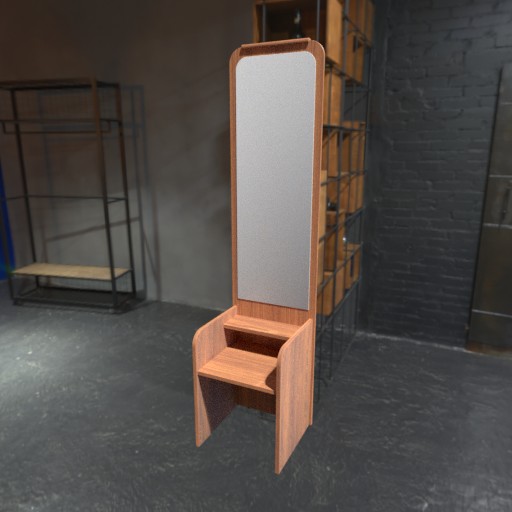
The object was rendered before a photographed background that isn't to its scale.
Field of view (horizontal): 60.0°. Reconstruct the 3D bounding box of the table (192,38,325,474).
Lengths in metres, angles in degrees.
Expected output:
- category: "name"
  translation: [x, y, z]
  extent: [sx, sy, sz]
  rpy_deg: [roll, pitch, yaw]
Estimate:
- category: "table"
  translation: [0.000, 0.000, 1.981]
  extent: [0.450, 1.830, 0.420]
  rpy_deg: [7, 16, 25]
